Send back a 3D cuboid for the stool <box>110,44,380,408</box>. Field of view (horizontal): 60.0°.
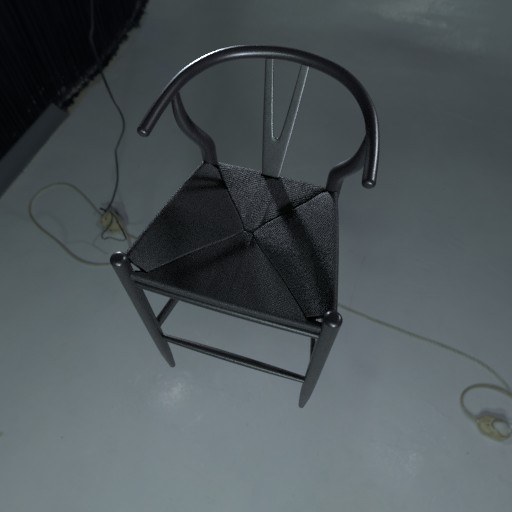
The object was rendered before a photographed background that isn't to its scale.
[{"bbox_3d":[0.000,0.000,1.396,0.569,1.072,0.579,15,60,9],"label":"stool"}]
